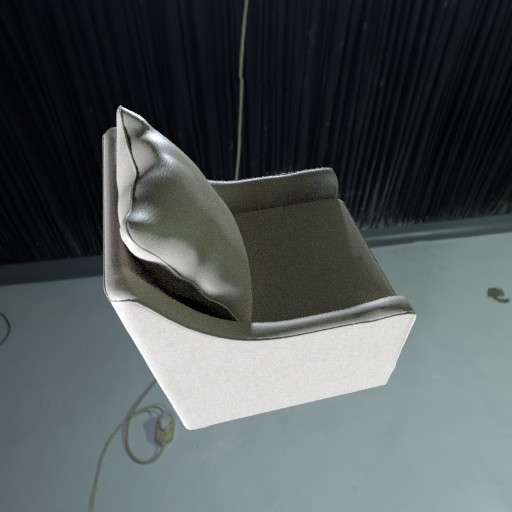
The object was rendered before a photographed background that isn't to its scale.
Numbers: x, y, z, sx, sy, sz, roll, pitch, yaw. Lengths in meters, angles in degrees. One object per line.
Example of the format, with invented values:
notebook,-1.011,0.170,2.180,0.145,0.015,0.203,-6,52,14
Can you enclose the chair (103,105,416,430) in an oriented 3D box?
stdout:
chair,0.000,0.000,1.559,0.876,0.942,0.760,-10,48,-9
